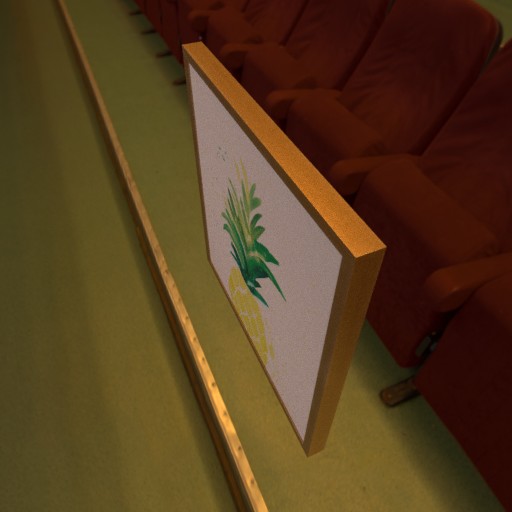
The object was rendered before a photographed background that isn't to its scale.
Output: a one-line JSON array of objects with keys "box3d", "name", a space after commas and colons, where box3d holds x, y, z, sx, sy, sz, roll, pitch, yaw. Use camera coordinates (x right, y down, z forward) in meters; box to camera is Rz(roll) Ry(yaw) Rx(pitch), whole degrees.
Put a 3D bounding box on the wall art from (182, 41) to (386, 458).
[{"box3d": [0.000, 0.000, 0.743, 0.033, 0.509, 0.510, -18, 50, -16], "name": "wall art"}]
